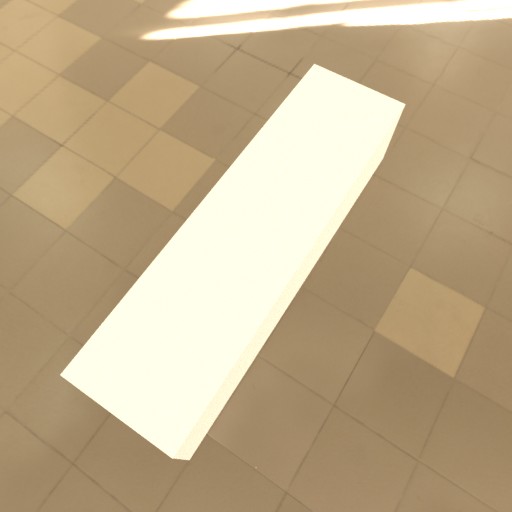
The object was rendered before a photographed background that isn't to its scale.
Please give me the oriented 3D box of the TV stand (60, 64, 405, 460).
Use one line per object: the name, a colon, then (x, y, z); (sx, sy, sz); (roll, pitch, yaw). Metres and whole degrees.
TV stand: (0.000, 0.000, 1.663); (0.401, 0.560, 1.398); (30, 68, 13)
